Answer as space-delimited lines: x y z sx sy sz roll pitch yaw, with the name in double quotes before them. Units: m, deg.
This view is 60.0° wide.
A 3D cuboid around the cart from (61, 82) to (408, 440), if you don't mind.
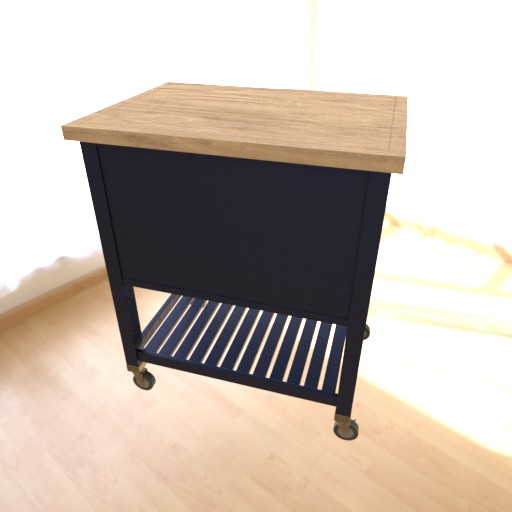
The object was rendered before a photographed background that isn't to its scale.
"cart" 0.000 0.000 1.425 0.797 0.920 0.567 9 33 14
